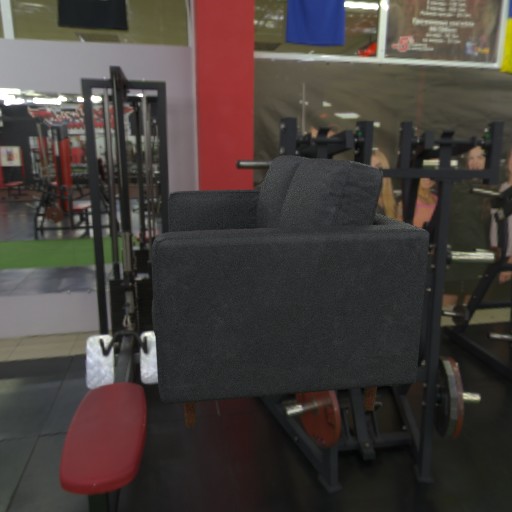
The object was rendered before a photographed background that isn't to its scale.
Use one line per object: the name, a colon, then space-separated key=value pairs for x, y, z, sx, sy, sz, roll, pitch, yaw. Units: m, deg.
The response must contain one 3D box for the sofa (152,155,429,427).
sofa: x=0.000 y=0.000 z=2.052 sx=0.879 sy=0.899 sz=1.430 roll=-2 pitch=14 yaw=-9
